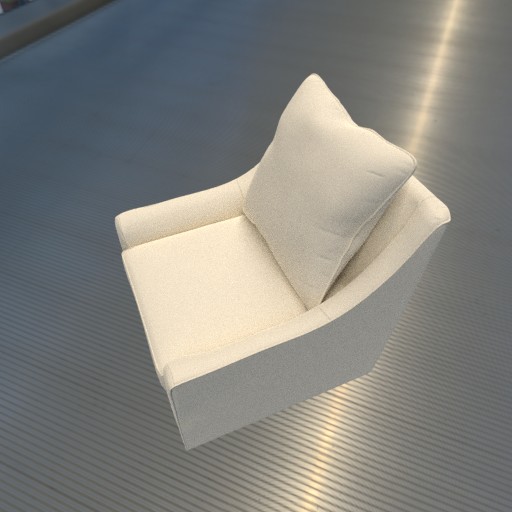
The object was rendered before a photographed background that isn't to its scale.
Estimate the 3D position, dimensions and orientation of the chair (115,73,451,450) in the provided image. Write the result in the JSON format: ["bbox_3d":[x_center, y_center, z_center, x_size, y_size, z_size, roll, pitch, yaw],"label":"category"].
[{"bbox_3d":[0.000,0.000,1.559,0.876,0.965,0.756,-18,50,-16],"label":"chair"}]
